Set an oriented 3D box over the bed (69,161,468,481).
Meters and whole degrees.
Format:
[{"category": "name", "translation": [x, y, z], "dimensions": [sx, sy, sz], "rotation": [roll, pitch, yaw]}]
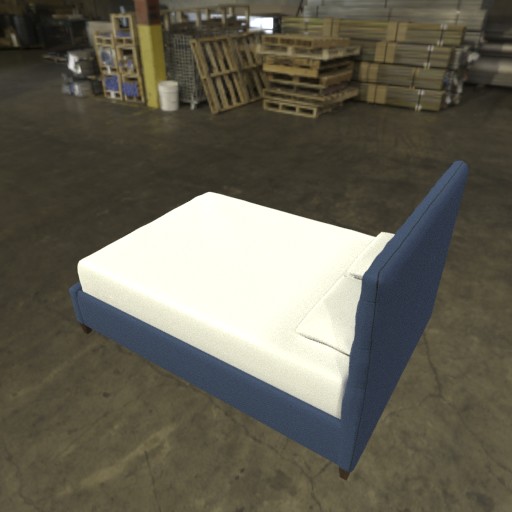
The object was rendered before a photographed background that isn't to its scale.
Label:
[{"category": "bed", "translation": [0.000, 0.000, 3.320], "dimensions": [2.387, 1.427, 1.706], "rotation": [19, 36, 28]}]
